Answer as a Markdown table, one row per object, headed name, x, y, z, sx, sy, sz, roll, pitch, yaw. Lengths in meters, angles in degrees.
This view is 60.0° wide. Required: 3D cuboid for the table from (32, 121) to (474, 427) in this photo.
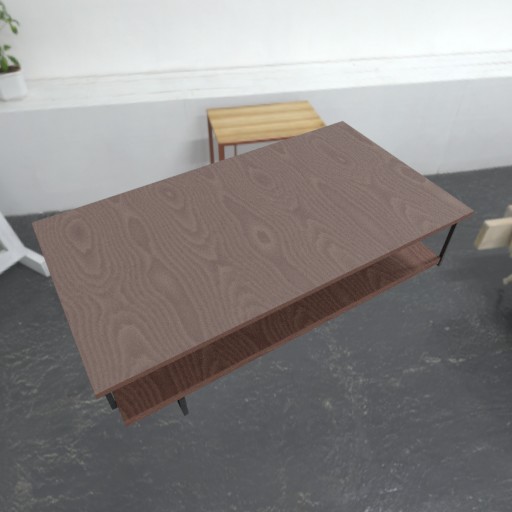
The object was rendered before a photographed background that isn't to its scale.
| name | x | y | z | sx | sy | sz | roll | pitch | yaw |
| --- | --- | --- | --- | --- | --- | --- | --- | --- | --- |
| table | 0.000 | 0.000 | 1.485 | 1.197 | 0.347 | 0.651 | -23 | 50 | -21 |
